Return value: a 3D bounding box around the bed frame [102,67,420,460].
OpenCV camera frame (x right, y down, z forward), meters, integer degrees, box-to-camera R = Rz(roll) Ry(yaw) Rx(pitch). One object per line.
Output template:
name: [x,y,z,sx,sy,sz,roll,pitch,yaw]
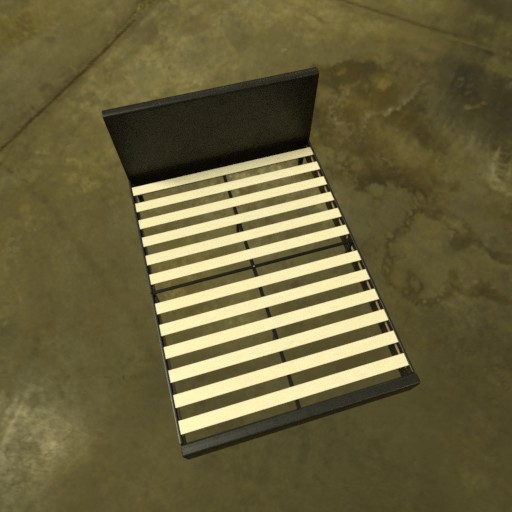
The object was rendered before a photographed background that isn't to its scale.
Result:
bed frame: [0.000,0.000,3.249,1.634,1.127,2.318,-14,63,-8]
